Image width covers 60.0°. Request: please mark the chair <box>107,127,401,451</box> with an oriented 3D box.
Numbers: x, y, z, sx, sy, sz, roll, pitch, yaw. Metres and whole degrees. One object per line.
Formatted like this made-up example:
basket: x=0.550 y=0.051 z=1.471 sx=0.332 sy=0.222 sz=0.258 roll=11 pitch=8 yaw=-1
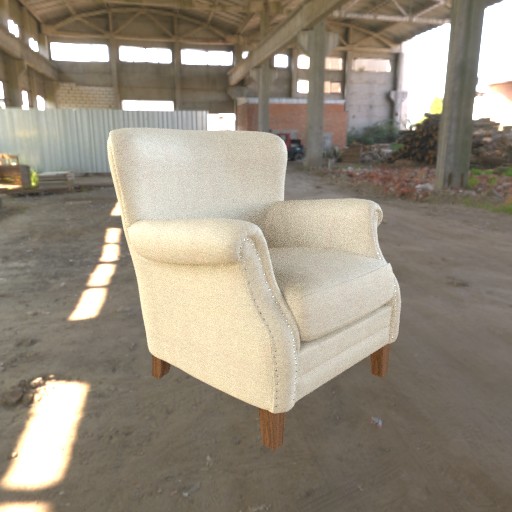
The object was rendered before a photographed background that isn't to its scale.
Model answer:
chair: x=0.000 y=0.000 z=1.674 sx=0.921 sy=0.936 sz=0.861 roll=13 pitch=19 yaw=43
